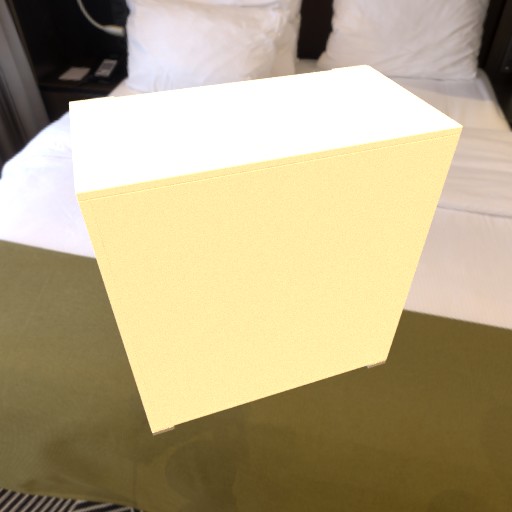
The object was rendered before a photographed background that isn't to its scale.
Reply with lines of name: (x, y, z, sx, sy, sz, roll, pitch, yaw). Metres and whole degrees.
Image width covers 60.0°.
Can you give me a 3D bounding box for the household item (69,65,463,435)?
household item: (0.000, 0.000, 1.296, 0.800, 0.870, 0.420, -13, 43, -14)
